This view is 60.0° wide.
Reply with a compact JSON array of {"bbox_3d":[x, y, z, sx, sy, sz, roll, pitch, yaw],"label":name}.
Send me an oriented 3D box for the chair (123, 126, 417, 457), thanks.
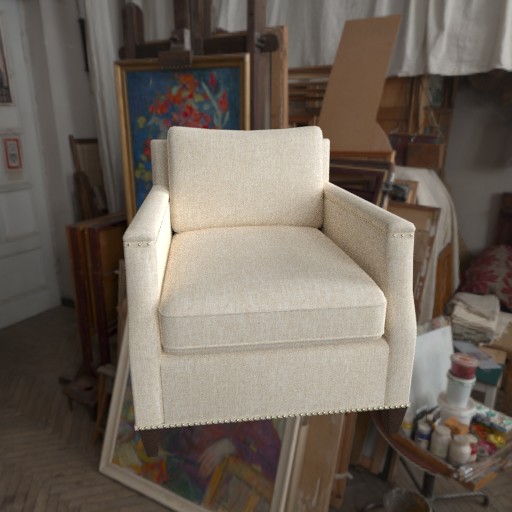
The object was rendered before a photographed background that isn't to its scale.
[{"bbox_3d":[0.000,0.000,1.693,0.838,0.940,1.041,-2,18,-7],"label":"chair"}]
